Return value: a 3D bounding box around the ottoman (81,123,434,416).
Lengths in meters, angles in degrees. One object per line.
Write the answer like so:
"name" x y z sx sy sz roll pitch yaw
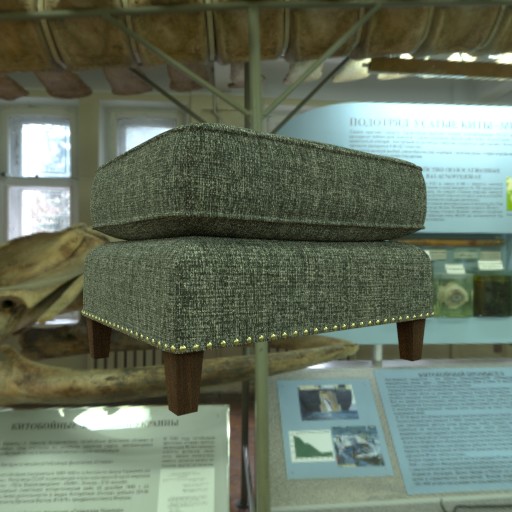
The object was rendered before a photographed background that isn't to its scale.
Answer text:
"ottoman" 0.000 0.000 1.154 0.738 0.537 0.589 0 0 -36
